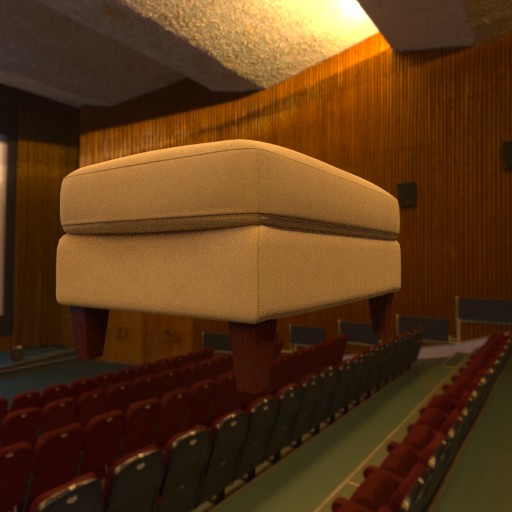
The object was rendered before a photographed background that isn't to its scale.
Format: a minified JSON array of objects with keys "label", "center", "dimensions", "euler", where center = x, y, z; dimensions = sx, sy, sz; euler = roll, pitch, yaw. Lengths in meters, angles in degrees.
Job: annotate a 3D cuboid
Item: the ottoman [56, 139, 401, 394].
[{"label":"ottoman","center":[0.000,0.000,1.230],"dimensions":[0.584,0.483,0.864],"euler":[0,0,34]}]
